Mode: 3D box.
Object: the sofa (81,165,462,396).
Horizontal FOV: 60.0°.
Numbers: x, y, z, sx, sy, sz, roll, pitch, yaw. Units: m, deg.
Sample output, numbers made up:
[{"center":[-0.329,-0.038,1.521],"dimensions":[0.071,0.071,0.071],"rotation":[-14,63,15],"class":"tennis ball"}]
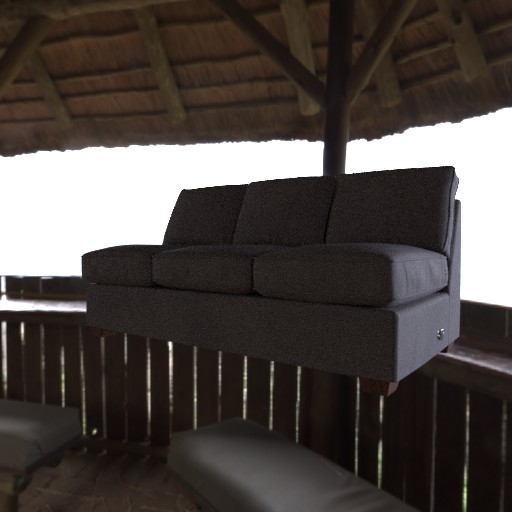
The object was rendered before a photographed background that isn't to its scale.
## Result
[{"center":[0.000,0.000,2.501],"dimensions":[1.962,0.973,1.027],"rotation":[1,2,37],"class":"sofa"}]
